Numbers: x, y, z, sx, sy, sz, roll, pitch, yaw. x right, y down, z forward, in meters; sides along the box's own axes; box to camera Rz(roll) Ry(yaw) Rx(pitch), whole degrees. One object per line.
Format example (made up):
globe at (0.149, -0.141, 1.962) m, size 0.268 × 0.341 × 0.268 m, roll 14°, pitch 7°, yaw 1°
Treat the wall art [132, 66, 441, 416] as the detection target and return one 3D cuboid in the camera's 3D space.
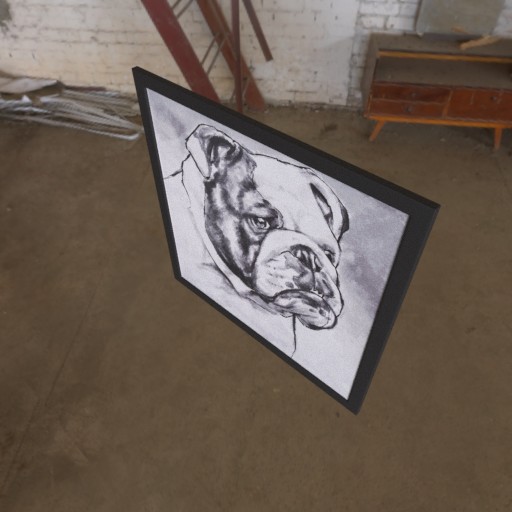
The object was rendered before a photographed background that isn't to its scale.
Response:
wall art at (0.000, 0.000, 0.841) m, size 0.562 × 0.558 × 0.012 m, roll 33°, pitch 55°, yaw 27°
